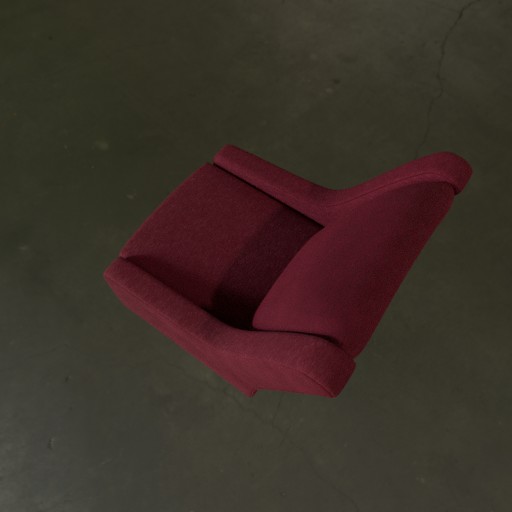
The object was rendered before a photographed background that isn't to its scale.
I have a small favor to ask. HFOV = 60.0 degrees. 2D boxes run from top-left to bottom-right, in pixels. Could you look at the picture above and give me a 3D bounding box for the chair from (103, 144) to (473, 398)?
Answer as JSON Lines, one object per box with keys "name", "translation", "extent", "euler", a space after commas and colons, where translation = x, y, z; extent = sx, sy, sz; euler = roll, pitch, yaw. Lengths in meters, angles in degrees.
{"name": "chair", "translation": [0.000, 0.000, 1.670], "extent": [0.985, 1.017, 0.793], "euler": [32, 67, 15]}
